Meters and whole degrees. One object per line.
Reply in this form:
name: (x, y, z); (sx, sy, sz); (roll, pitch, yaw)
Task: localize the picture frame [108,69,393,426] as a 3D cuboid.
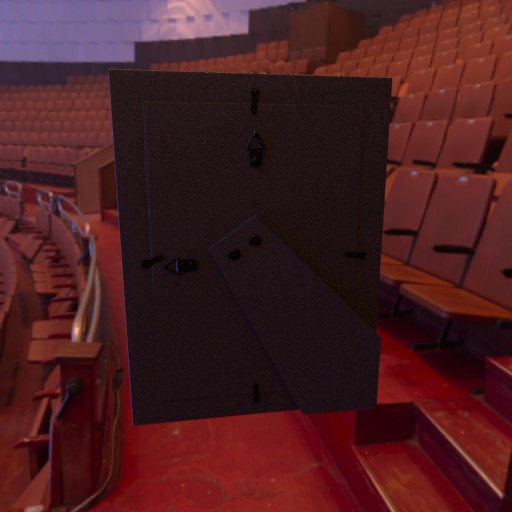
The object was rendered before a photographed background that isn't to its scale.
picture frame: (0.000, 0.000, 0.271); (0.157, 0.208, 0.028); (-2, 13, -9)
